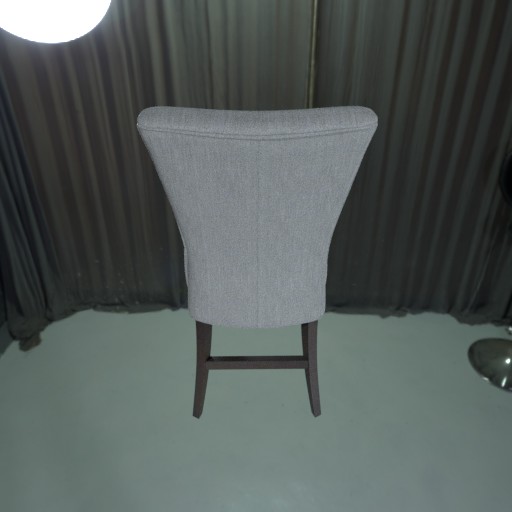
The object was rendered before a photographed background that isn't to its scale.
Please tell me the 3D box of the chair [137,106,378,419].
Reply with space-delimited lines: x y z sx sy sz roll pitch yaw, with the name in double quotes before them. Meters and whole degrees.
"chair" 0.000 0.000 1.398 0.520 0.991 0.660 0 29 -1
